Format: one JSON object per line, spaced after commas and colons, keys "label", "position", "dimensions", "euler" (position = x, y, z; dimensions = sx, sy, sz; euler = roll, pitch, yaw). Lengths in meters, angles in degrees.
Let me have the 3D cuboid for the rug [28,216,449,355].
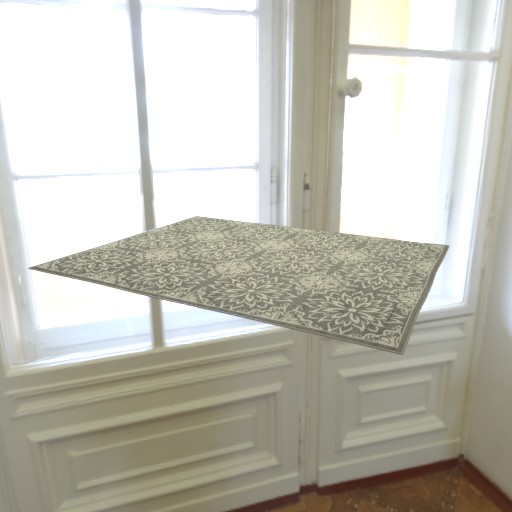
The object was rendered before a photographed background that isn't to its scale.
{"label": "rug", "position": [0.000, 0.000, 3.955], "dimensions": [2.980, 0.012, 2.363], "euler": [9, 19, 27]}
